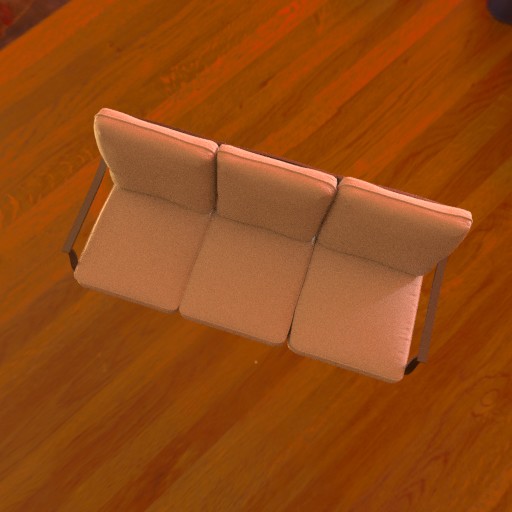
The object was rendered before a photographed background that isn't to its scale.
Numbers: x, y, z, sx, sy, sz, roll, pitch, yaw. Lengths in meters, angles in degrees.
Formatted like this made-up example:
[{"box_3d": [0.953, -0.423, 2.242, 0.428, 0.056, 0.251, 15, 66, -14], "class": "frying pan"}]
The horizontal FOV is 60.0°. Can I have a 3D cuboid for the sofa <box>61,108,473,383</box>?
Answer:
[{"box_3d": [0.000, 0.000, 2.196, 1.740, 0.860, 0.787, 17, 77, 4], "class": "sofa"}]
